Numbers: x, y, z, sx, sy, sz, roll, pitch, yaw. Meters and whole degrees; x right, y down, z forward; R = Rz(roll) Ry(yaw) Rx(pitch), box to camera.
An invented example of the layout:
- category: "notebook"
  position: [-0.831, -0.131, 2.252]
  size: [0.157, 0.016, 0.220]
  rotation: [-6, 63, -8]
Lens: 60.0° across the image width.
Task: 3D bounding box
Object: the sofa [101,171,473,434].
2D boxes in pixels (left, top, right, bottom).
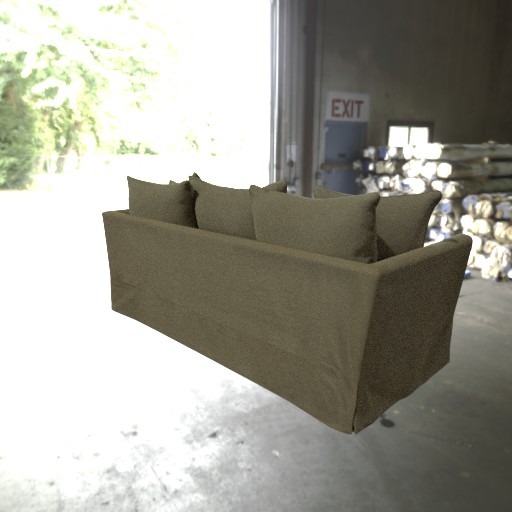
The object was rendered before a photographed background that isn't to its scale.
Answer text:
- category: "sofa"
  position: [0.000, 0.000, 2.843]
  size: [1.031, 1.034, 2.290]
  rotation: [-13, 19, -43]
